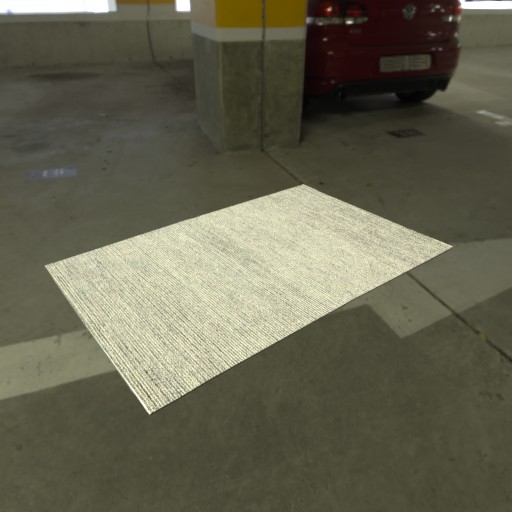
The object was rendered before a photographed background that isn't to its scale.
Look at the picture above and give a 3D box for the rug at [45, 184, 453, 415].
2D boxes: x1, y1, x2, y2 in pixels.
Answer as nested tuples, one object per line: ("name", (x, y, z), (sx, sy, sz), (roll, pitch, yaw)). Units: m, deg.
("rug", (0.000, 0.000, 2.296), (1.789, 0.021, 1.159), (-22, 37, -32))
